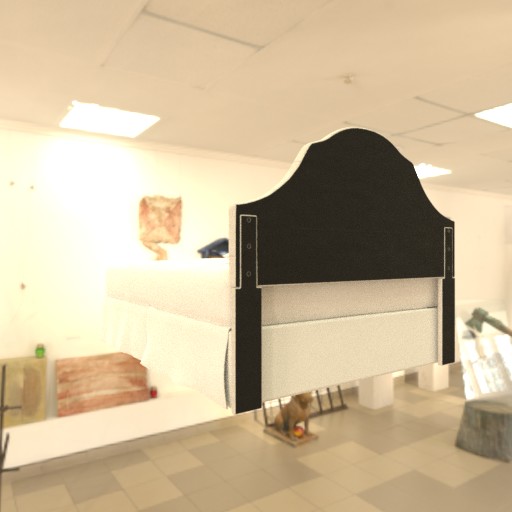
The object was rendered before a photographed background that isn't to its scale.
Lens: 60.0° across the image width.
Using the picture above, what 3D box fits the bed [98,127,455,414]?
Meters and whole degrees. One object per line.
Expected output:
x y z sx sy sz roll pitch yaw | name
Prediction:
0.000 0.000 3.817 2.039 1.617 2.477 0 0 -34 | bed
